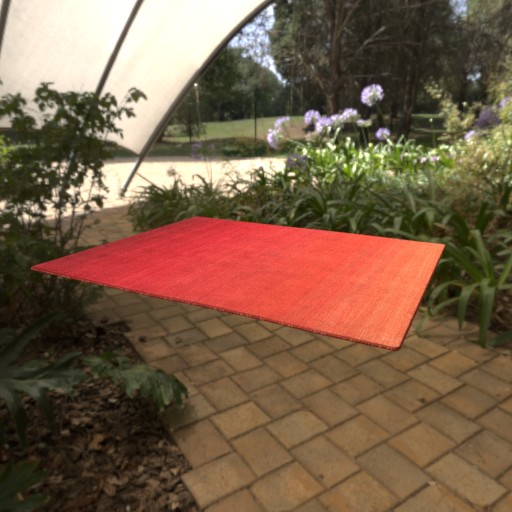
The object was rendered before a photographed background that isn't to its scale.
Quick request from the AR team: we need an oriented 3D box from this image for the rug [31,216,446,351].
[{"bbox_3d":[0.000,0.000,3.923,2.905,0.028,2.340,9,19,27],"label":"rug"}]
